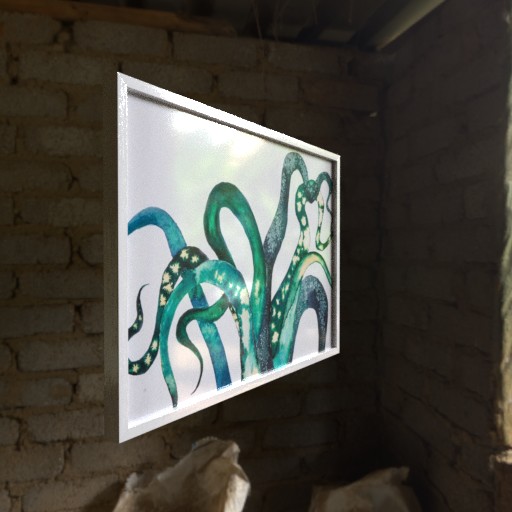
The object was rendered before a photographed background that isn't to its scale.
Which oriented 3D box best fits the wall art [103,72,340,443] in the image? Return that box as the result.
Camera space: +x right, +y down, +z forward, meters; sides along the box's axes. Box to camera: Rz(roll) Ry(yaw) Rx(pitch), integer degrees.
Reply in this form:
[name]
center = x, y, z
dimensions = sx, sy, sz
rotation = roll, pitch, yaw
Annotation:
[wall art]
center = 0.000, 0.000, 1.369
dimensions = 0.053, 0.787, 1.041
rotation = 1, 1, 37
